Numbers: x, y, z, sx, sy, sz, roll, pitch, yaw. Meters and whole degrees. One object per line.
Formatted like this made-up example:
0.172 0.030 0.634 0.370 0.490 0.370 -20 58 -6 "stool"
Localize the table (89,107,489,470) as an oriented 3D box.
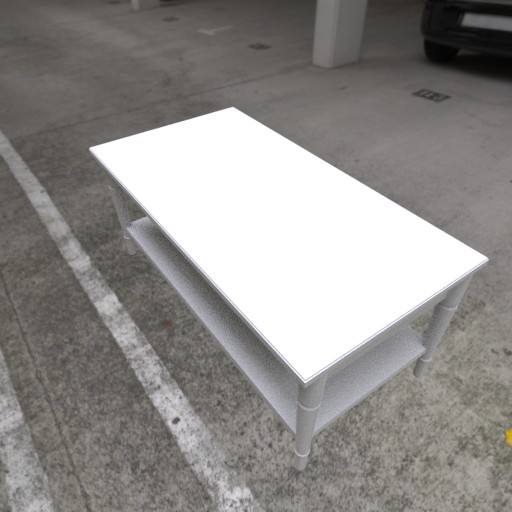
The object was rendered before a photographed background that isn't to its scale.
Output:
0.000 0.000 1.375 0.559 0.457 1.067 -25 47 -26 "table"
